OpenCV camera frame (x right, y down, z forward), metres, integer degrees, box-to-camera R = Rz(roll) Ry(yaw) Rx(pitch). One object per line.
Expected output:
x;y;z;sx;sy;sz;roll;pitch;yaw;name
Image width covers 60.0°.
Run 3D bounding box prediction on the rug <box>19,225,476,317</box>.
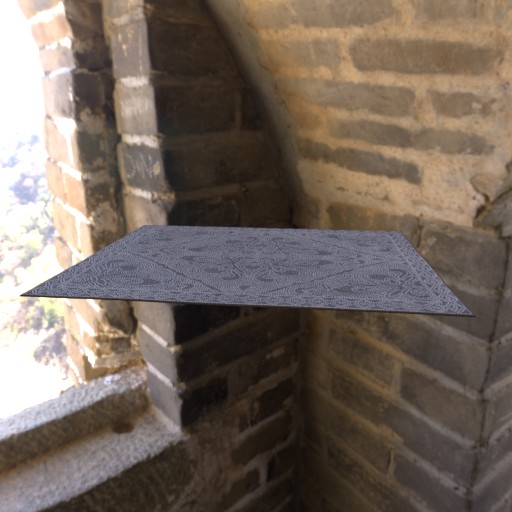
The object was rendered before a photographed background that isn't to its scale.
0.000;0.000;4.061;3.048;0.012;2.438;2;16;7;rug
